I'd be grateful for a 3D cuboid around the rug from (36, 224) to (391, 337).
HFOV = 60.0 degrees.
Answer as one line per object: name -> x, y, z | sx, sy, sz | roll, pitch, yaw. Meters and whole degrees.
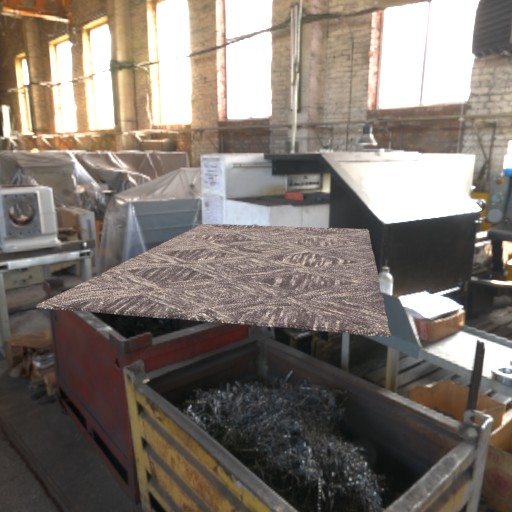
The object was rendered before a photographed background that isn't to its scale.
rug -> 0.000, 0.000, 2.276 | 1.186, 0.012, 1.814 | 3, 14, 12
